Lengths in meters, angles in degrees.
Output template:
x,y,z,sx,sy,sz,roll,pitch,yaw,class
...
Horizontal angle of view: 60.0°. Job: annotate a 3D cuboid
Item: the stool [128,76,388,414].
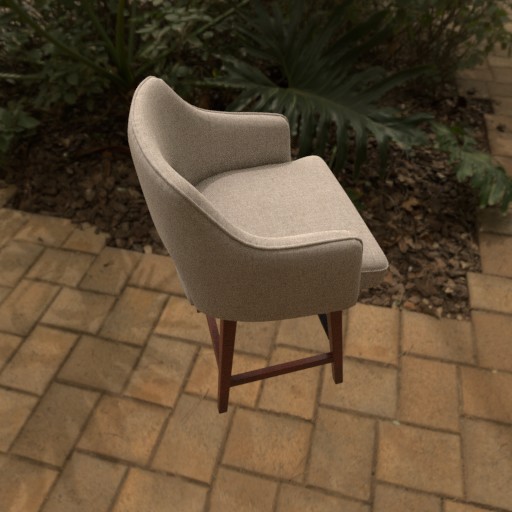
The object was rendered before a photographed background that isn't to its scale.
x,y,z,sx,sy,sz,roll,pitch,yaw,class
0.000,0.000,1.293,0.558,0.944,0.599,-11,47,-10,stool
